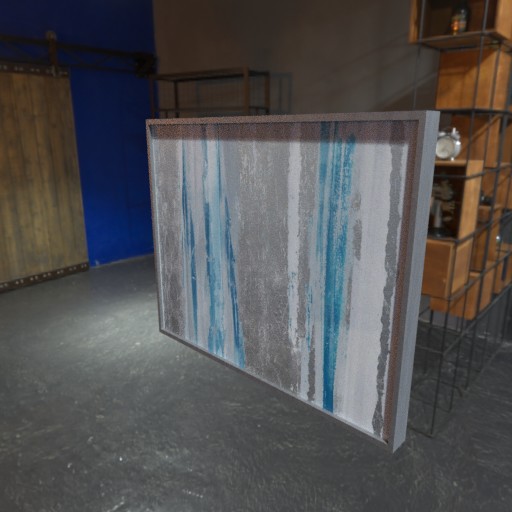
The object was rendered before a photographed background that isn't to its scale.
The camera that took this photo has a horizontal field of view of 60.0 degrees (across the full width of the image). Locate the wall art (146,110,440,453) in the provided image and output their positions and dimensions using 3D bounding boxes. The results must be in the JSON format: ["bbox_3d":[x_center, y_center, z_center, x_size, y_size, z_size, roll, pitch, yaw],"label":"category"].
[{"bbox_3d":[0.000,0.000,0.749,0.557,0.450,0.037,15,21,42],"label":"wall art"}]
